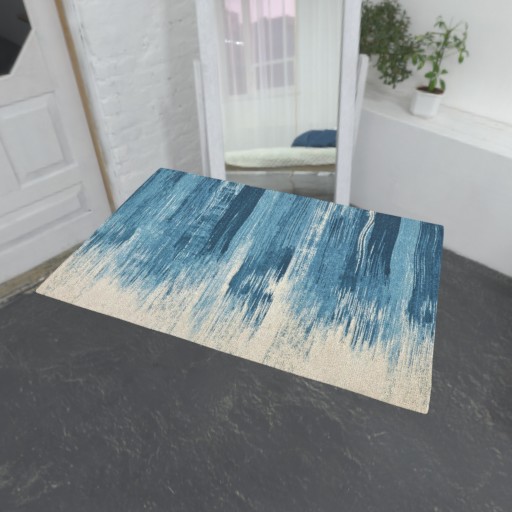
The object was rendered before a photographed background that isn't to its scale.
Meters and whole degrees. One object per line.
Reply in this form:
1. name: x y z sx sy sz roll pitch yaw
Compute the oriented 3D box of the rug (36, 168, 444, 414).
1. rug: 0.000 0.000 2.329 1.836 0.009 1.232 14 44 15
